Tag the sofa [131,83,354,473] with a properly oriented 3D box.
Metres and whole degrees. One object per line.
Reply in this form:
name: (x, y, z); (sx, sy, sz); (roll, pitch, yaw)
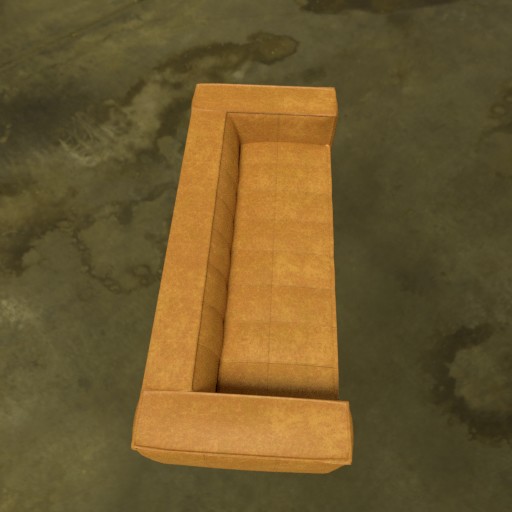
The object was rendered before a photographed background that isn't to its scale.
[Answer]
sofa: (0.000, 0.000, 2.969); (1.102, 0.701, 2.581); (3, 61, 2)
